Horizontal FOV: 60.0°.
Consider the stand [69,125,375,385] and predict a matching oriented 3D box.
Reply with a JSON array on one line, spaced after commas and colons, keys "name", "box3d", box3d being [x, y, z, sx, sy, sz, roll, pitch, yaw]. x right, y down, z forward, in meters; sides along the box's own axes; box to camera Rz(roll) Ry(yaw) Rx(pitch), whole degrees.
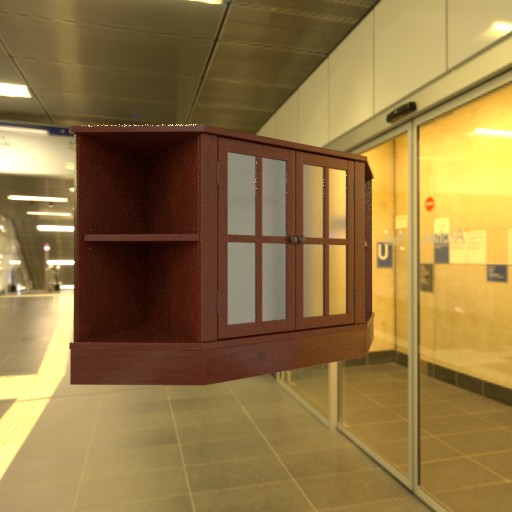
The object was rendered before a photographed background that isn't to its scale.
[{"name": "stand", "box3d": [0.000, 0.000, 1.353, 1.072, 0.614, 0.381, 0, -1, -35]}]
